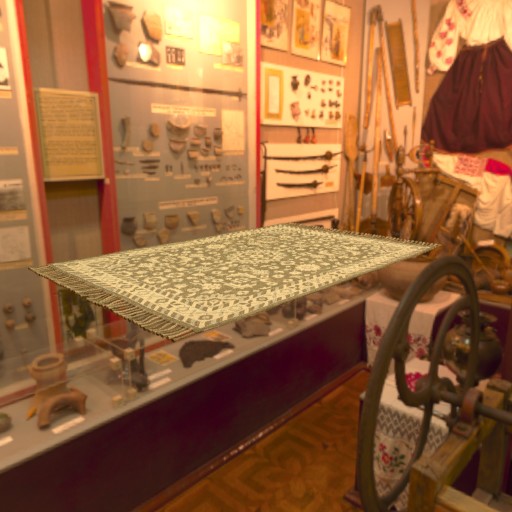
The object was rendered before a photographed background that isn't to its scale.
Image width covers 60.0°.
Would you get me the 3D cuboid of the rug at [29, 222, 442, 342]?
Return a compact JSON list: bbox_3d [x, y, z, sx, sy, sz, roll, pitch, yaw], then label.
[{"bbox_3d":[0.000,0.000,3.001,1.530,0.025,2.431,13,19,43],"label":"rug"}]
